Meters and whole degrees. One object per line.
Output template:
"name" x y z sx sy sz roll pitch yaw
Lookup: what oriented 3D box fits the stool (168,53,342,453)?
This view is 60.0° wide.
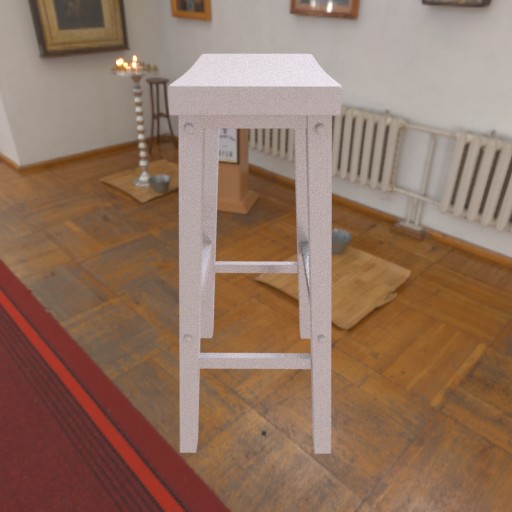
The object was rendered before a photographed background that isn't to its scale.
"stool" 0.000 0.000 0.936 0.322 0.742 0.406 0 30 0
